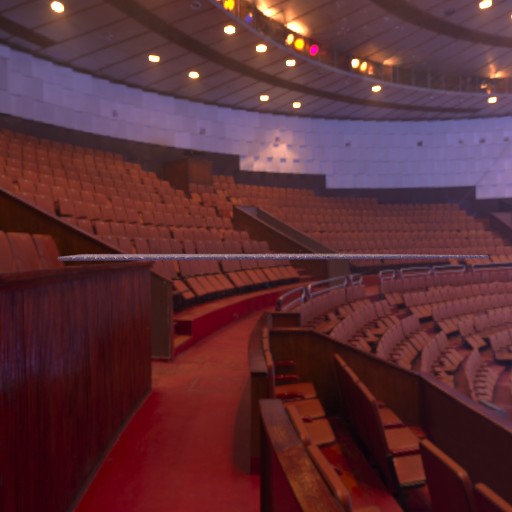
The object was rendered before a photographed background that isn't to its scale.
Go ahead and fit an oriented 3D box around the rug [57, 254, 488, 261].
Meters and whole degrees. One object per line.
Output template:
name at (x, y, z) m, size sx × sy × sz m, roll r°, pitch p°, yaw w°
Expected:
rug at (0.000, 0.000, 2.796) m, size 2.144 × 0.015 × 1.543 m, roll 0°, pitch 1°, yaw -18°
